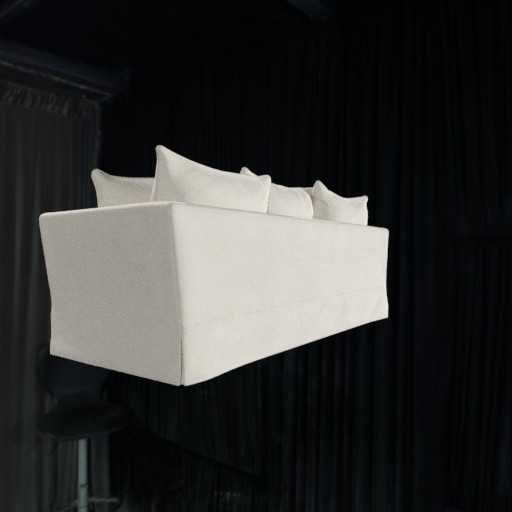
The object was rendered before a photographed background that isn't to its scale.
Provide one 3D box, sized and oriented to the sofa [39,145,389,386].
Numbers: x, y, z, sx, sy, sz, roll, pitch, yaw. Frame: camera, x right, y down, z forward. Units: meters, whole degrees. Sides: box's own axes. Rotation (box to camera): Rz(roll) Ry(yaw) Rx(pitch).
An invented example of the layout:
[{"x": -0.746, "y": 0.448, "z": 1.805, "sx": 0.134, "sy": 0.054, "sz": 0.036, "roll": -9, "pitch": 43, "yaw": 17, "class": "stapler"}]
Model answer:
[{"x": 0.000, "y": 0.000, "z": 3.027, "sx": 1.046, "sy": 1.047, "sz": 2.499, "roll": 0, "pitch": 1, "yaw": 36, "class": "sofa"}]
